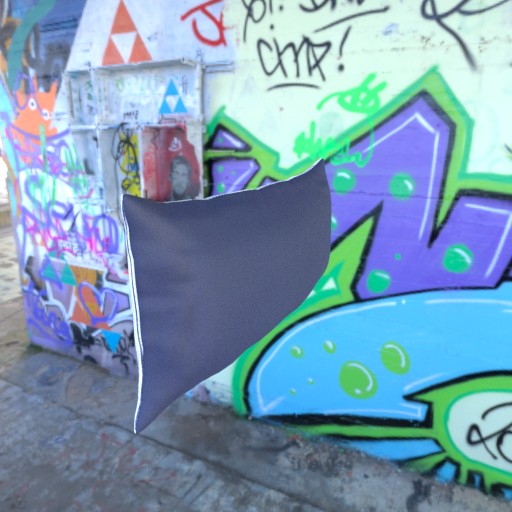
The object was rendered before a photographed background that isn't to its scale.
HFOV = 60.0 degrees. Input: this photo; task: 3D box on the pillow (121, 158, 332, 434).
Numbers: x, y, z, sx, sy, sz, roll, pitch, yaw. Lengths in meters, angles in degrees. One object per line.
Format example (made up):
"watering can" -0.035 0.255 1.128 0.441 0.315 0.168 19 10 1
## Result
"pillow" 0.000 0.000 0.737 0.151 0.287 0.610 8 18 26
